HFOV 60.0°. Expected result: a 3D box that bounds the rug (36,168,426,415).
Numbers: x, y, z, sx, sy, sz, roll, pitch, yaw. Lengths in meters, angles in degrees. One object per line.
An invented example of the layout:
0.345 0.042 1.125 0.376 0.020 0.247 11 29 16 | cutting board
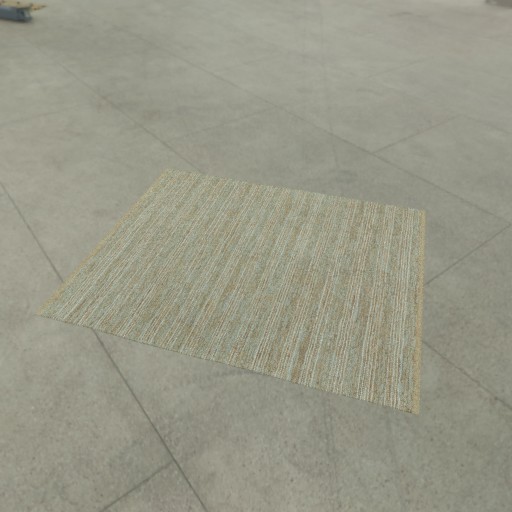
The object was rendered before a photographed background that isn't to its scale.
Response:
0.000 0.000 4.182 3.034 0.012 2.471 11 42 13 | rug
